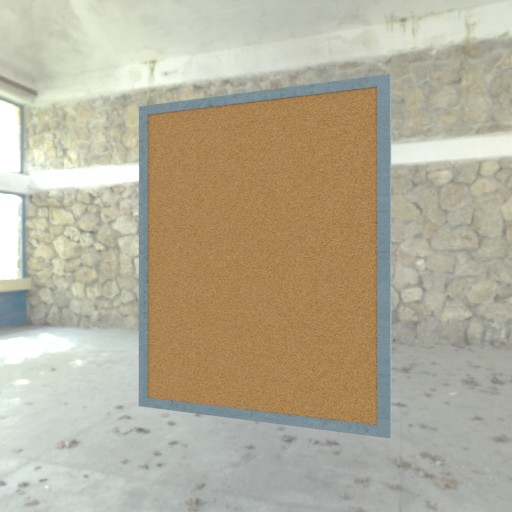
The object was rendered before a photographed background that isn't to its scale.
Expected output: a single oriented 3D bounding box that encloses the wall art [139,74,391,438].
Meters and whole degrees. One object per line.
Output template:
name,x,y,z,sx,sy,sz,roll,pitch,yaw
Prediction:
wall art,0.000,0.000,0.702,0.409,0.509,0.037,0,0,19
